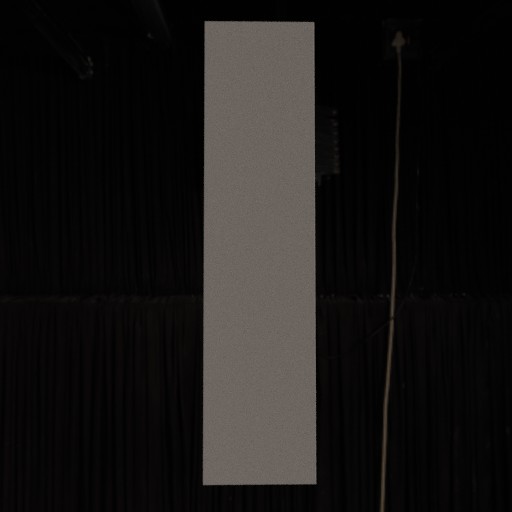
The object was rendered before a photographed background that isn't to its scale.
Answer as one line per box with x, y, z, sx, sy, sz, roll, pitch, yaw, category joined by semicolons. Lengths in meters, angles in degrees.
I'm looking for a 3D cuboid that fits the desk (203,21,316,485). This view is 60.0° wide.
0.000;0.000;2.799;0.480;2.000;1.770;0;-2;-1;desk
